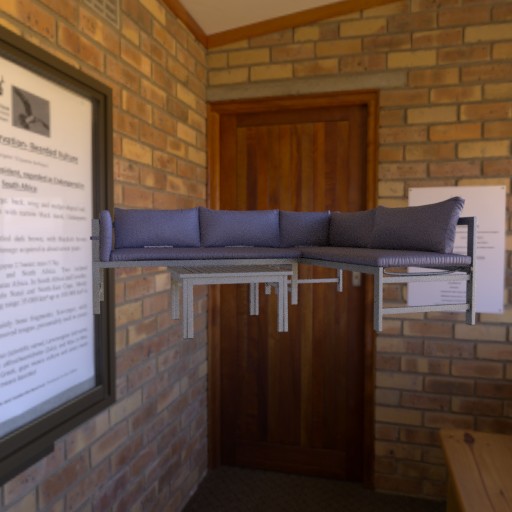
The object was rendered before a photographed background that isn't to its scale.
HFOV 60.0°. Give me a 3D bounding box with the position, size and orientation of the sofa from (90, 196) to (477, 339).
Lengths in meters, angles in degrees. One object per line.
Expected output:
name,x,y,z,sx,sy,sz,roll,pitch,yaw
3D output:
sofa,0.000,0.000,3.027,2.149,0.762,1.658,-1,3,-17
